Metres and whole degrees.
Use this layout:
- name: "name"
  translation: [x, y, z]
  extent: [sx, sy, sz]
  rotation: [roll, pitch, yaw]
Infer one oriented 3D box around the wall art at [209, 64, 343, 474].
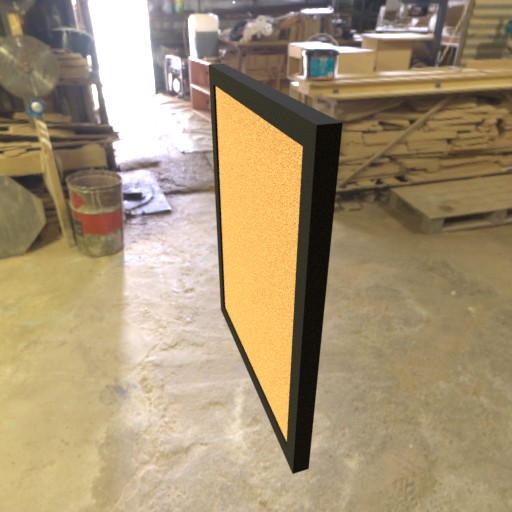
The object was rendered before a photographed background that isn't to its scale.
- name: "wall art"
  translation: [0.000, 0.000, 0.766]
  extent: [0.029, 0.559, 0.457]
  rotation: [-10, 32, -16]
